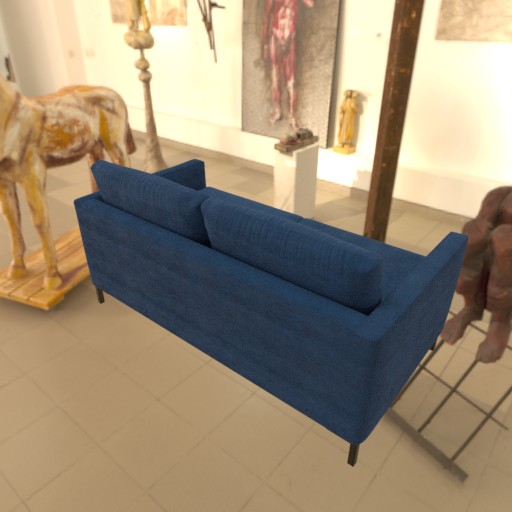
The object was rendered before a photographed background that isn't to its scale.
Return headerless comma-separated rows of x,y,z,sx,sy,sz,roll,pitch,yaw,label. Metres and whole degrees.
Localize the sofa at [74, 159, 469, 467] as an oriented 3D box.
0.000,0.000,2.138,1.676,0.817,0.875,22,37,33,sofa
